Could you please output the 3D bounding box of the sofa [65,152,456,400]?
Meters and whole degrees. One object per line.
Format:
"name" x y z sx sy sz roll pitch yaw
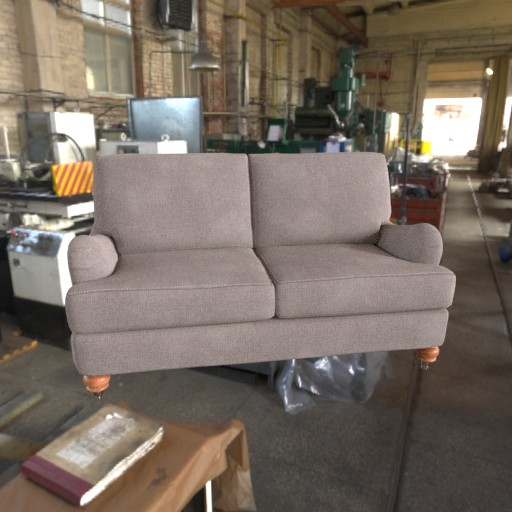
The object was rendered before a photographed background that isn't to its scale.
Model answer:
"sofa" 0.000 0.000 2.471 1.853 1.101 1.084 -3 16 -9
